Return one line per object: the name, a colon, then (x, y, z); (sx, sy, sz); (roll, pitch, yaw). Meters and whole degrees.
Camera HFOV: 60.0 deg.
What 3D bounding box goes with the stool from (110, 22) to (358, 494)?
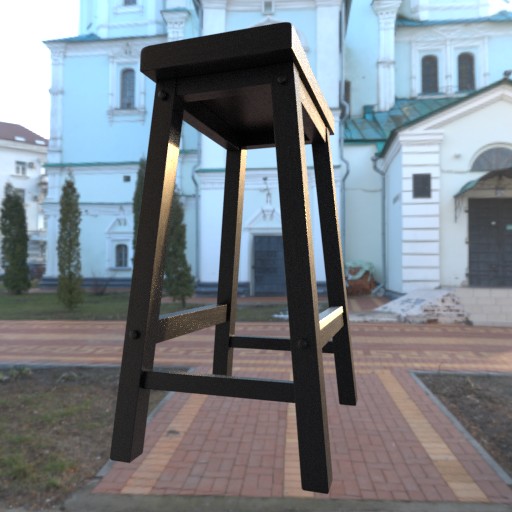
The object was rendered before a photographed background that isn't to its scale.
stool: (0.000, 0.000, 0.803); (0.322, 0.610, 0.406); (0, -2, 18)
